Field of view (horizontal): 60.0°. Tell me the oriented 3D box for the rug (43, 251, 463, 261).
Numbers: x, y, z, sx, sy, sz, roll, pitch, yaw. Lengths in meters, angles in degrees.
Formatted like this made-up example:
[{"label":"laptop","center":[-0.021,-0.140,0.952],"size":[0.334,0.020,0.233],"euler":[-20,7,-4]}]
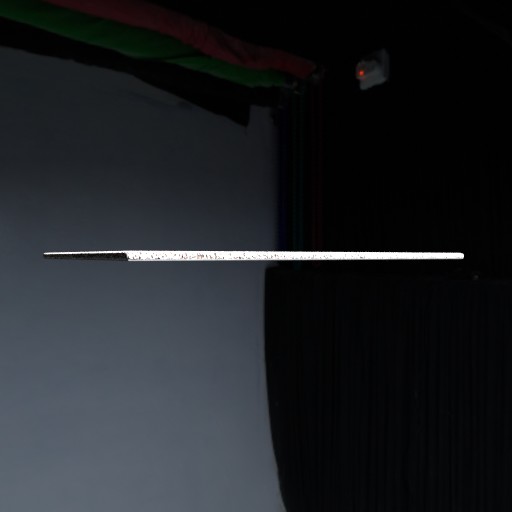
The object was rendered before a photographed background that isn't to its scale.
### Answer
[{"label":"rug","center":[0.000,0.000,2.261],"size":[1.778,0.030,1.219],"euler":[0,0,-36]}]
